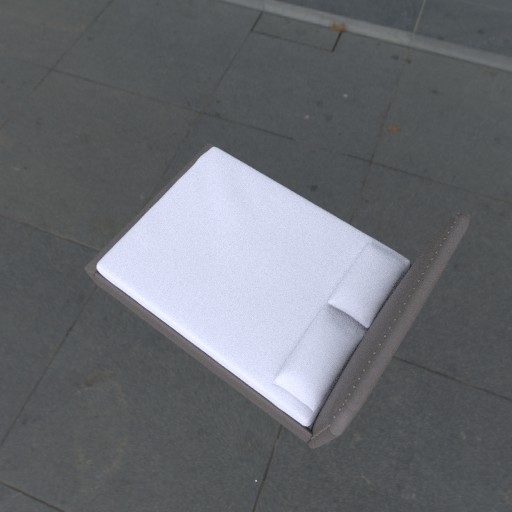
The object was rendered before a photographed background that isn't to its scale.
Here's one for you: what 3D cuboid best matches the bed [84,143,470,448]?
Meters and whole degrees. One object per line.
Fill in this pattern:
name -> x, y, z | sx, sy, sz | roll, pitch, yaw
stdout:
bed -> 0.000, 0.000, 3.472 | 2.372, 1.443, 1.712 | 33, 68, 15
